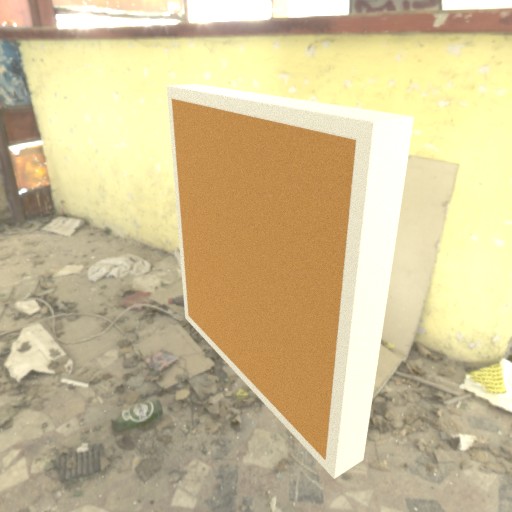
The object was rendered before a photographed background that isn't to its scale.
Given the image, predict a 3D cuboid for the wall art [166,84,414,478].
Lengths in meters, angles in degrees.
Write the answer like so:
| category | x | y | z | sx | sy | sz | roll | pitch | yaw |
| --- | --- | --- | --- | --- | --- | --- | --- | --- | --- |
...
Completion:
| category | x | y | z | sx | sy | sz | roll | pitch | yaw |
| --- | --- | --- | --- | --- | --- | --- | --- | --- | --- |
| wall art | 0.000 | 0.000 | 0.449 | 0.037 | 0.305 | 0.305 | -16 | 30 | -30 |
